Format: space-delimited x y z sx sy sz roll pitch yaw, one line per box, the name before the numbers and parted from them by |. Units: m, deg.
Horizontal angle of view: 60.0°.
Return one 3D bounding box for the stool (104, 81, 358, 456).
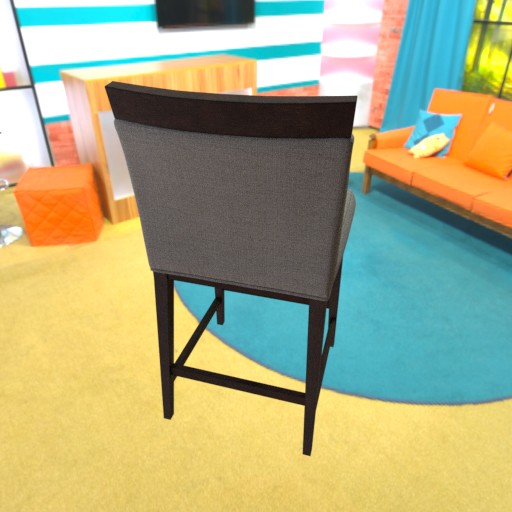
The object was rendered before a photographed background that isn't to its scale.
stool | 0.000 0.000 1.294 0.512 1.009 0.531 9 32 14
